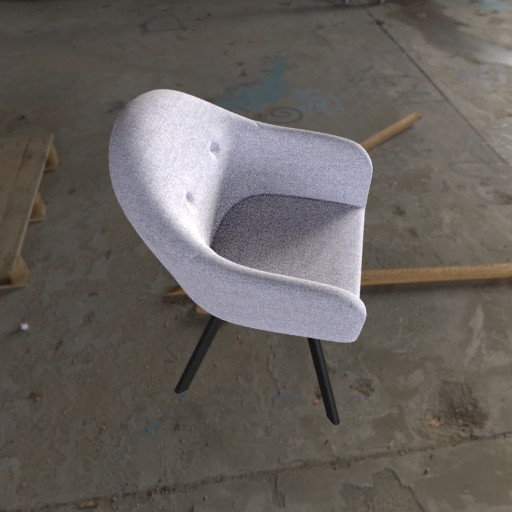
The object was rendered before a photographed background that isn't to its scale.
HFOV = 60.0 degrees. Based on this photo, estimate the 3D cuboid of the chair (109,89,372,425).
[{"bbox_3d":[0.000,0.000,1.144,0.570,0.780,0.540,9,48,8],"label":"chair"}]
